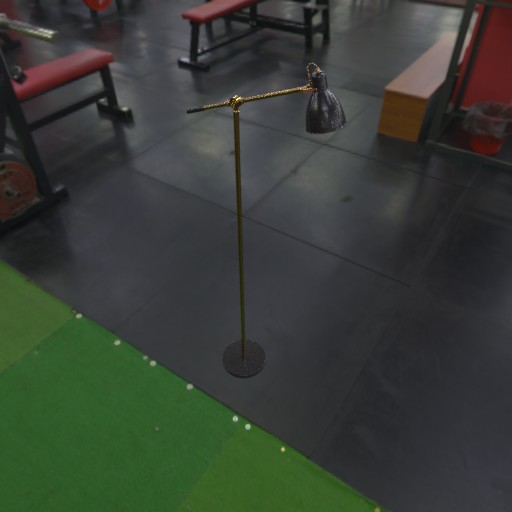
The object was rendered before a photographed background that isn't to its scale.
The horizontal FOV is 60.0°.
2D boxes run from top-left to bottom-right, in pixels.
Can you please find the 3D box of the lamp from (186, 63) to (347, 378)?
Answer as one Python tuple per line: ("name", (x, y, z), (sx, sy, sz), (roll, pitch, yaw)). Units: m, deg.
("lamp", (0.000, 0.000, 1.833), (0.618, 1.628, 0.235), (27, 49, 26))
